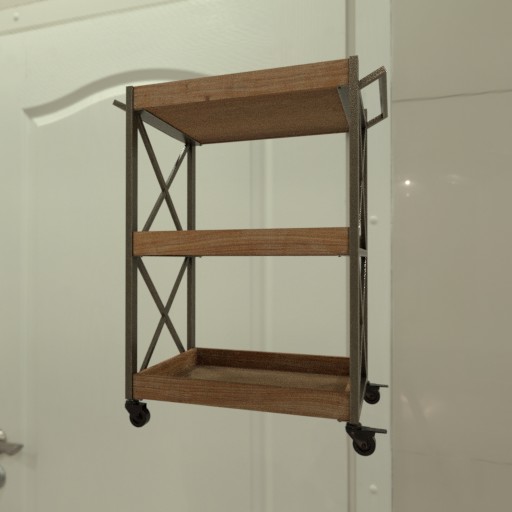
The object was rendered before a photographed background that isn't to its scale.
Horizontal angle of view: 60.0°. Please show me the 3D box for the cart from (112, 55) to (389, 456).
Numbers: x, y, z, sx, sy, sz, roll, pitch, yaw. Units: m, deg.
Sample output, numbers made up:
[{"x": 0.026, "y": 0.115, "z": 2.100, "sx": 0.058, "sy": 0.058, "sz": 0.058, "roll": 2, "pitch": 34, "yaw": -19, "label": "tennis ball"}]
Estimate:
[{"x": 0.000, "y": 0.000, "z": 1.181, "sx": 0.673, "sy": 0.835, "sz": 0.377, "roll": 0, "pitch": -1, "yaw": 17, "label": "cart"}]
